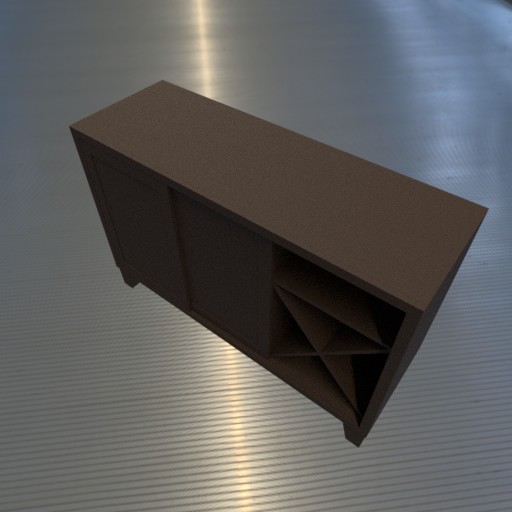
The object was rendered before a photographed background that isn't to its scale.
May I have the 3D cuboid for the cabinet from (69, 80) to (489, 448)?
[{"bbox_3d":[0.000,0.000,1.824,1.396,0.914,0.482,29,53,25],"label":"cabinet"}]
